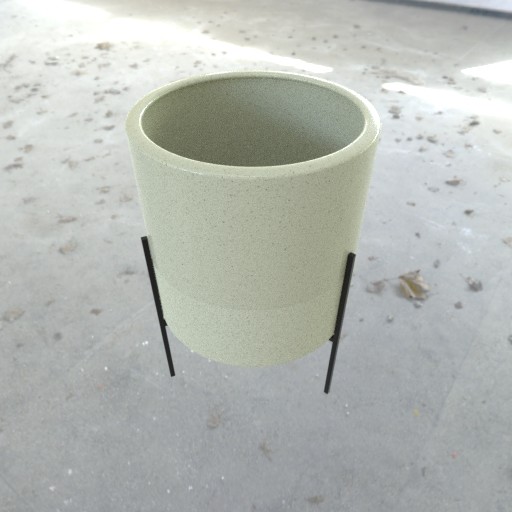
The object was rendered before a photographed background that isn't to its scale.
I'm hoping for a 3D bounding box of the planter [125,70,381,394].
[{"bbox_3d":[0.000,0.000,0.706,0.323,0.475,0.314,26,47,27],"label":"planter"}]
